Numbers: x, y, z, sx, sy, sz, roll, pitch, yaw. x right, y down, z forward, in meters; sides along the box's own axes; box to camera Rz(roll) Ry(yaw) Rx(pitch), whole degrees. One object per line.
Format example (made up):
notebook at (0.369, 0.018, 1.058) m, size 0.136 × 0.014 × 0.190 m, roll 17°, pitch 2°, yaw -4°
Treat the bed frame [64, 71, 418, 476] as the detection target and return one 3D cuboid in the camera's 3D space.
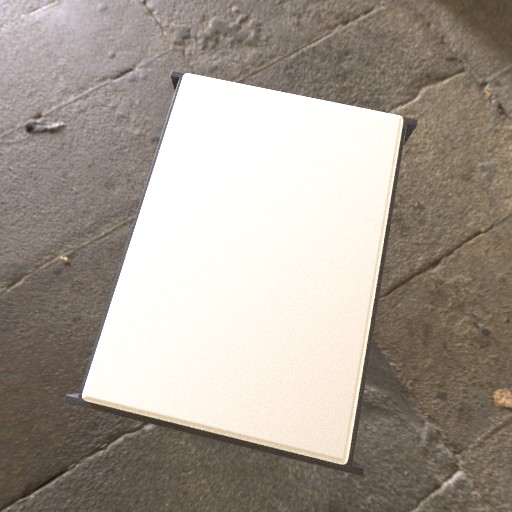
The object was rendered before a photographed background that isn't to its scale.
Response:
bed frame at (0.000, 0.000, 2.521) m, size 1.490 × 0.432 × 1.950 m, roll 13°, pitch 75°, yaw 3°
